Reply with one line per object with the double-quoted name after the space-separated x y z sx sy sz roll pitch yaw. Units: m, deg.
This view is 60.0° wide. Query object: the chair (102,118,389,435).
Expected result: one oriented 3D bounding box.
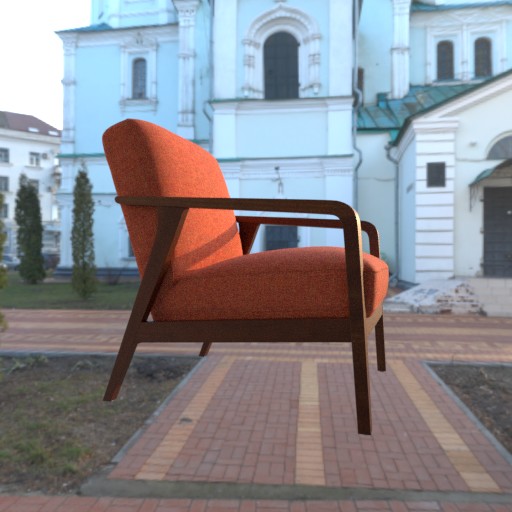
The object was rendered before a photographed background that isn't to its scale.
0.000 0.000 1.537 0.860 0.890 0.719 0 0 19 "chair"
